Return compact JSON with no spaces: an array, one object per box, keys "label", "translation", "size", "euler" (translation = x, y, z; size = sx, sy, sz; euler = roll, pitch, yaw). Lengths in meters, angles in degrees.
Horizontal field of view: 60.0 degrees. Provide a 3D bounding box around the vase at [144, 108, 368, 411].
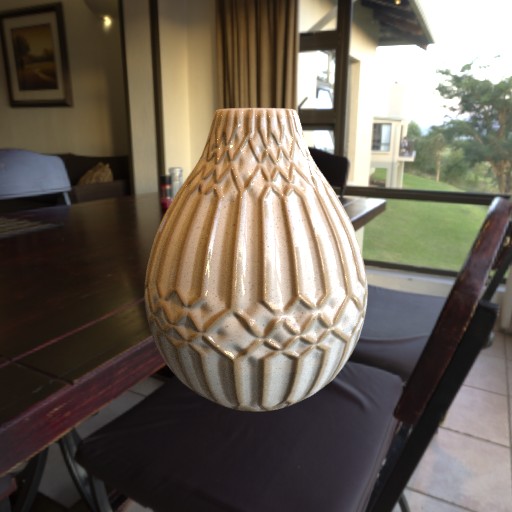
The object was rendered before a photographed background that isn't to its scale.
[{"label":"vase","translation":[0.000,0.000,0.319],"size":[0.159,0.200,0.159],"euler":[0,16,0]}]
